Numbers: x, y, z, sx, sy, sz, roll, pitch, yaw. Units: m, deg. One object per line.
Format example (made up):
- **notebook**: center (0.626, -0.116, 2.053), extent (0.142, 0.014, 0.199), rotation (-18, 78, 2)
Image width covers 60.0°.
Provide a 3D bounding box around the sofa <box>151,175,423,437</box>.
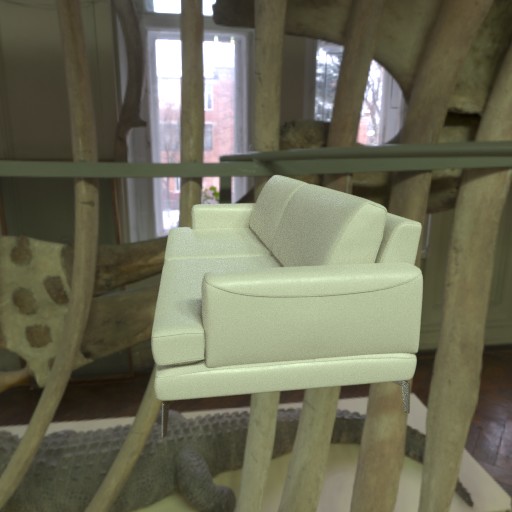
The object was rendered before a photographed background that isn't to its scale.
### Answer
- **sofa**: center (0.000, 0.000, 2.362), extent (0.974, 0.765, 1.940), rotation (-2, 14, -9)
